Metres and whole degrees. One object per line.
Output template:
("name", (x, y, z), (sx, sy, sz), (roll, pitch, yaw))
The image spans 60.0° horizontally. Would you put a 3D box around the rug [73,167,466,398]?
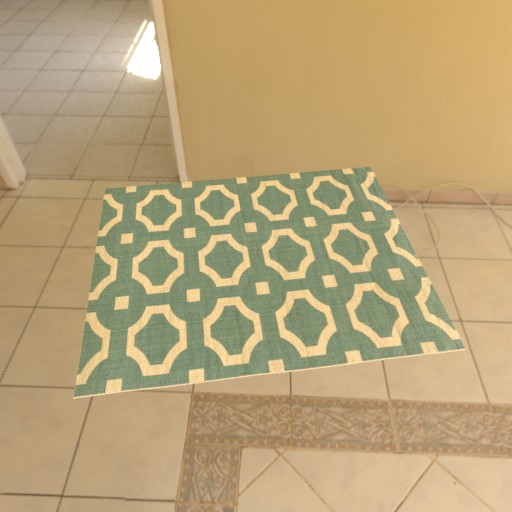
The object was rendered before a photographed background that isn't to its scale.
("rug", (0.000, 0.000, 4.222), (3.049, 0.021, 2.466), (-6, 47, -5))
